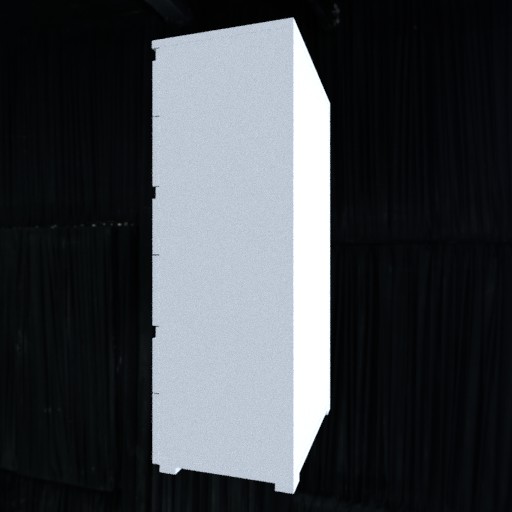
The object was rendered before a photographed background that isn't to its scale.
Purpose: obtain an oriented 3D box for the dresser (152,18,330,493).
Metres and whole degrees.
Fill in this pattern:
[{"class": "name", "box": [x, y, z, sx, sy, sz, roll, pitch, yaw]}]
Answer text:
[{"class": "dresser", "box": [0.000, 0.000, 1.476, 0.400, 1.190, 0.650, 0, 0, 17]}]
